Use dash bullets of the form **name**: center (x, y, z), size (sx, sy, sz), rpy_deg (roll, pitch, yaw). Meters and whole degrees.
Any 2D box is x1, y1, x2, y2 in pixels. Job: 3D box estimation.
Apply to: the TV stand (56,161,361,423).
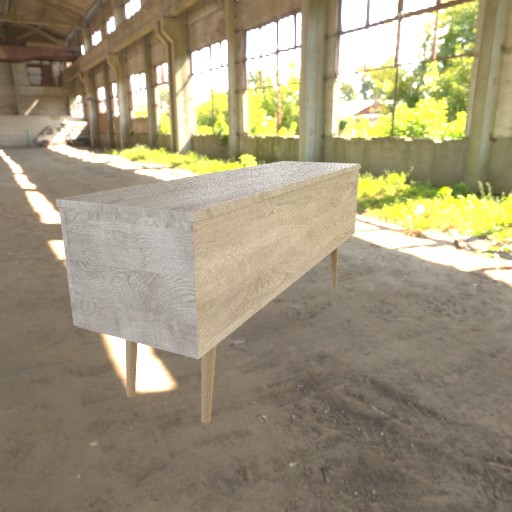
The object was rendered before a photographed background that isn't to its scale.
- **TV stand**: center (0.000, 0.000, 1.576), size (0.401, 0.565, 1.313), rpy_deg (8, 18, 25)
